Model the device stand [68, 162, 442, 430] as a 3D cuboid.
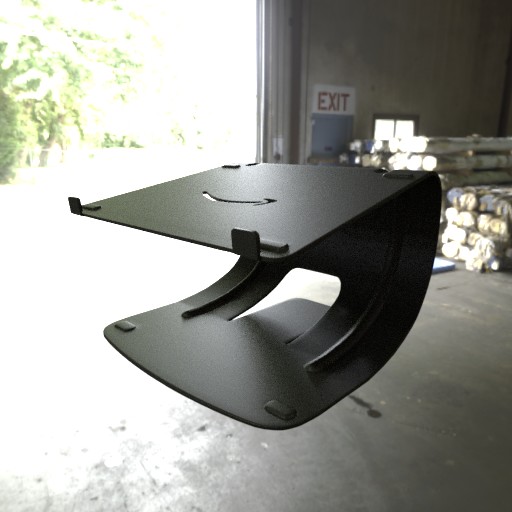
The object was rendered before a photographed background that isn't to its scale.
[{"bbox_3d":[0.000,0.000,0.404,0.256,0.155,0.236,14,20,42],"label":"device stand"}]
